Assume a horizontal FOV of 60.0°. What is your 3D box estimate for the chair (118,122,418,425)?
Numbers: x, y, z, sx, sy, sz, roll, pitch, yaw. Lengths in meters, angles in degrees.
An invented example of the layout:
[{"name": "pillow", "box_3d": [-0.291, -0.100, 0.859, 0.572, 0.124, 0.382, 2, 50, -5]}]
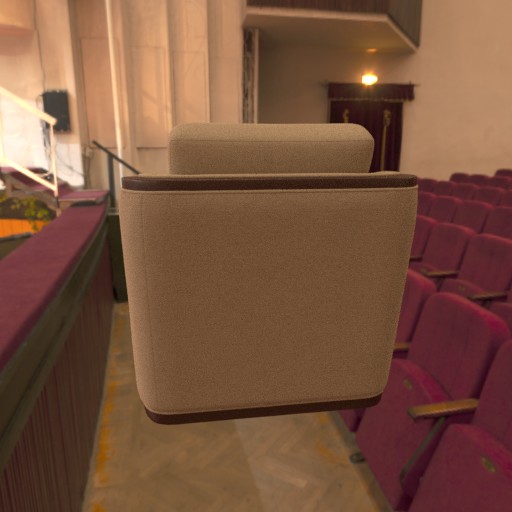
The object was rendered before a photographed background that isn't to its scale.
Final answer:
[{"name": "chair", "box_3d": [0.000, 0.000, 1.661, 0.870, 0.930, 0.950, -2, 14, -8]}]
